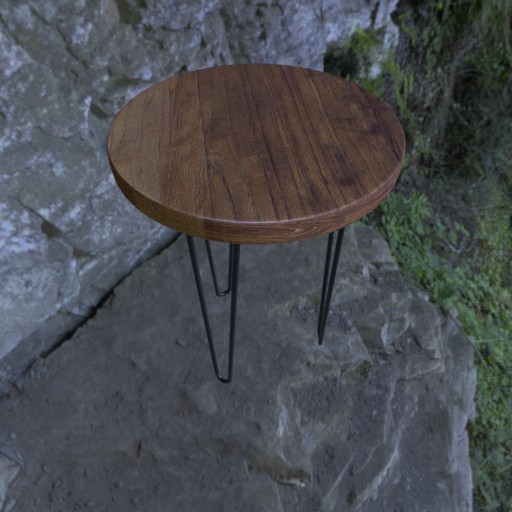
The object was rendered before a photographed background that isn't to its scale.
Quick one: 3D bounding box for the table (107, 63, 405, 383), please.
[{"bbox_3d":[0.000,0.000,0.793,0.400,0.520,0.400,0,46,0],"label":"table"}]
